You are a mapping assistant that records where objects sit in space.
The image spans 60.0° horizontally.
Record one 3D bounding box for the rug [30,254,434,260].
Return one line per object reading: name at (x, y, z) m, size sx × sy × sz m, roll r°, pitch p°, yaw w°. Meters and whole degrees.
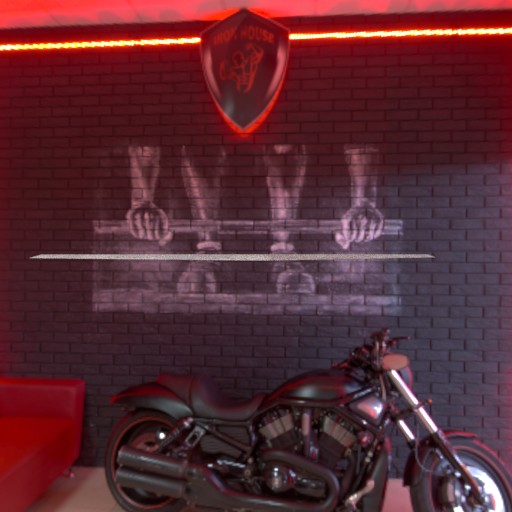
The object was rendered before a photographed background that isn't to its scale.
rug at (0.000, 0.000, 3.943) m, size 2.332 × 0.027 × 2.933 m, roll 0°, pitch 0°, yaw 37°
